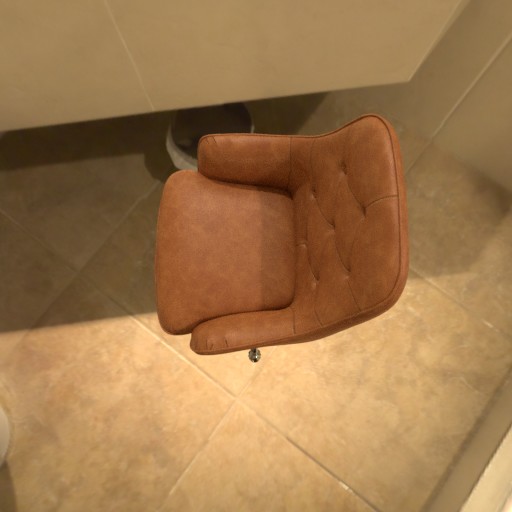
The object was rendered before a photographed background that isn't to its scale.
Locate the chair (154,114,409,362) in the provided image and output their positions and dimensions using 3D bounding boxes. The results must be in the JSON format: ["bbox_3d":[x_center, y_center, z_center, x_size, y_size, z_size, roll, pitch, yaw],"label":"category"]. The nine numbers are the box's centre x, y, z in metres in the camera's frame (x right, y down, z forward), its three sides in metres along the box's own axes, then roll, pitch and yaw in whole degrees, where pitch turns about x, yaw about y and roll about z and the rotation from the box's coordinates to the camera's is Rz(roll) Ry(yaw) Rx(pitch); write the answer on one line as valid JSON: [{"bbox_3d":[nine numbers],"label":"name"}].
[{"bbox_3d":[0.000,0.000,1.320,0.615,0.909,0.628,0,77,0],"label":"chair"}]
